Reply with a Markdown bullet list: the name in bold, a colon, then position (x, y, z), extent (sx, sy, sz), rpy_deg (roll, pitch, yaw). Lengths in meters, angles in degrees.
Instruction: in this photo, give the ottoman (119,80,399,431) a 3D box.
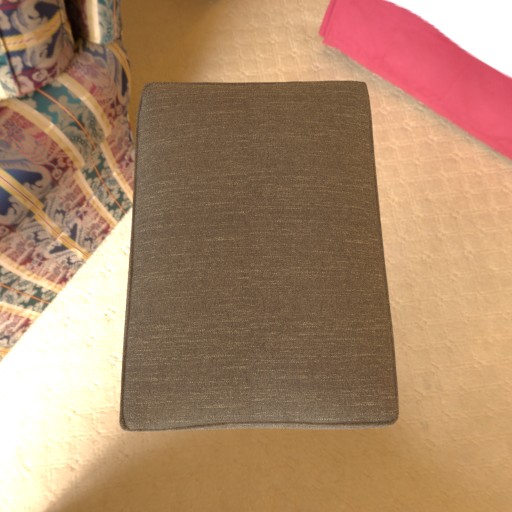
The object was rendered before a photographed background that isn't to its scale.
- **ottoman**: position (0.000, 0.000, 0.956), extent (0.508, 0.406, 0.686), rpy_deg (-1, 74, 0)
